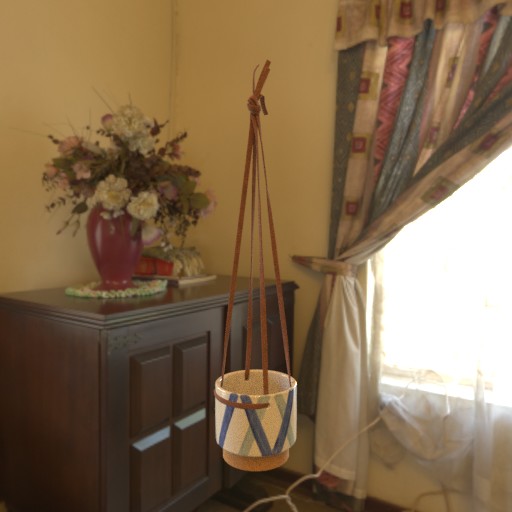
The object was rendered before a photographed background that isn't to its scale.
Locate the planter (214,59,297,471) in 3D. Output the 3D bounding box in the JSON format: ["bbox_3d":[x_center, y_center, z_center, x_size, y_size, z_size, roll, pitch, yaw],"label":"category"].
[{"bbox_3d":[0.000,0.000,0.825,0.153,0.753,0.157,1,3,17],"label":"planter"}]
